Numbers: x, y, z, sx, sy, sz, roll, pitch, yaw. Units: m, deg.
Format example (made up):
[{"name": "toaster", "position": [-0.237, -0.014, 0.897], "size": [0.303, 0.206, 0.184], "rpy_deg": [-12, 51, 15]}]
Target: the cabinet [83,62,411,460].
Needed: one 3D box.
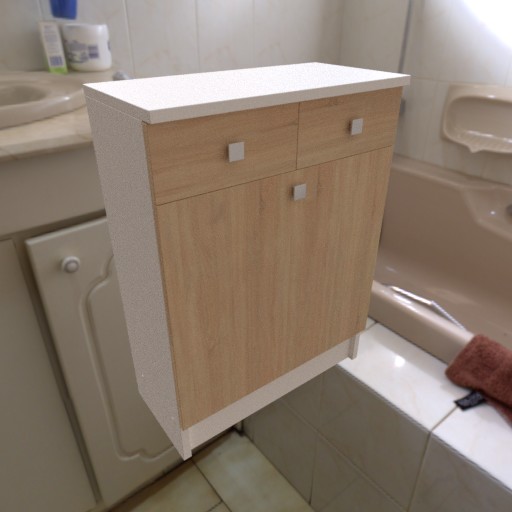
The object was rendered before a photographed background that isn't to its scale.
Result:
[{"name": "cabinet", "position": [0.000, 0.000, 1.090], "size": [0.600, 0.815, 0.296], "rpy_deg": [-20, 35, -31]}]
